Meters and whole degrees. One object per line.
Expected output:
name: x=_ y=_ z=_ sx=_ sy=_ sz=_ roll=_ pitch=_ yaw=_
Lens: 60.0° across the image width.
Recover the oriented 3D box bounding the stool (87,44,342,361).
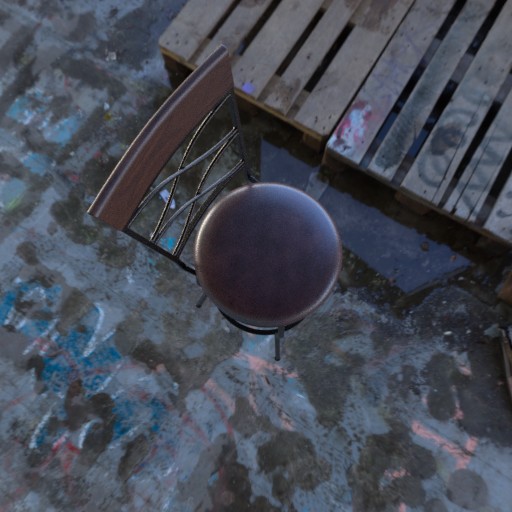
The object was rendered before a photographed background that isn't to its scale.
stool: x=0.000 y=0.000 z=1.397 sx=0.513 sy=1.130 sz=0.448 roll=33 pitch=78 yaw=8
